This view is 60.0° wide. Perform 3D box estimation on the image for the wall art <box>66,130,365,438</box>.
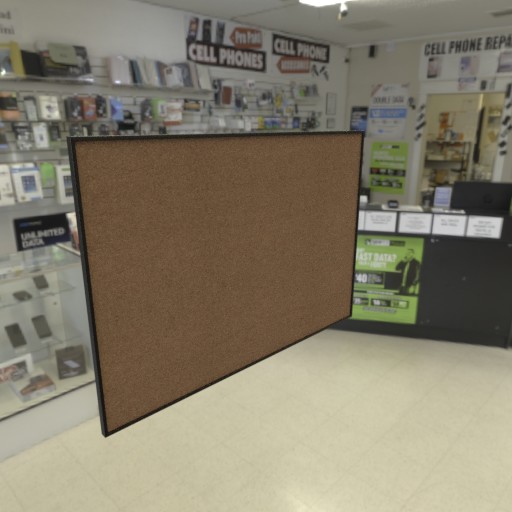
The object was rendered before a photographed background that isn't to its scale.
[{"bbox_3d":[0.000,0.000,1.231,0.957,0.660,0.019,-15,22,-41],"label":"wall art"}]
